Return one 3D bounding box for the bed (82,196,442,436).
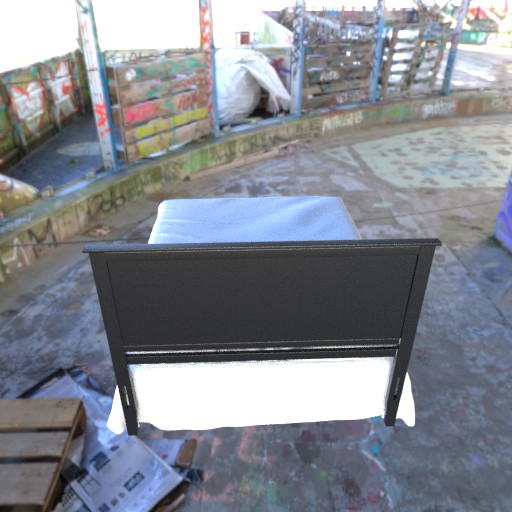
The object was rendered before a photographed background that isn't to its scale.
[{"bbox_3d":[0.000,0.000,3.217,1.870,1.270,2.050,-1,30,-2],"label":"bed"}]
